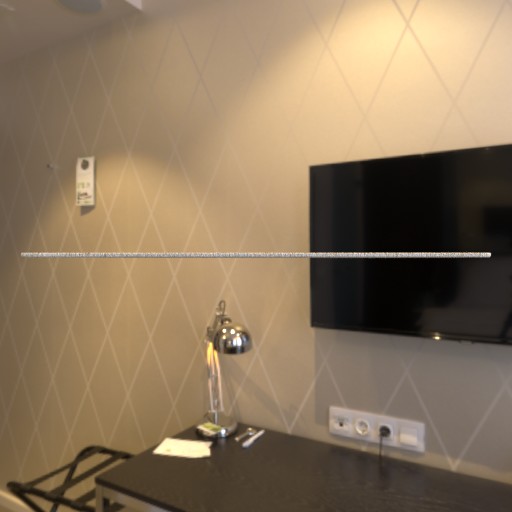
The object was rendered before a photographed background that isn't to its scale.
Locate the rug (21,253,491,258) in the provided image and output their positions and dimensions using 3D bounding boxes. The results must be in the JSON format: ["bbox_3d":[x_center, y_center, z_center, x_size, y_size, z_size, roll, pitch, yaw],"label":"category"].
[{"bbox_3d":[0.000,0.000,3.395,2.698,0.025,1.798,0,0,0],"label":"rug"}]
